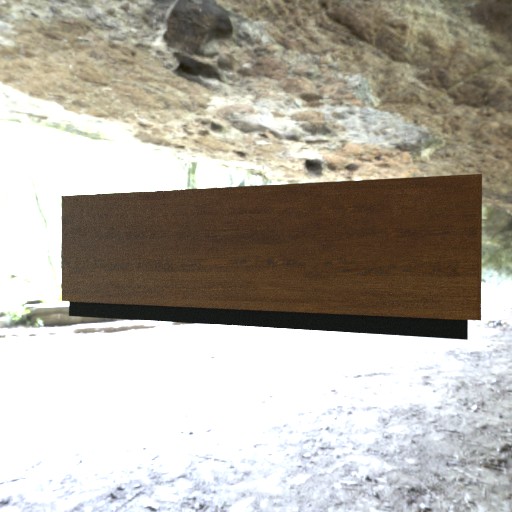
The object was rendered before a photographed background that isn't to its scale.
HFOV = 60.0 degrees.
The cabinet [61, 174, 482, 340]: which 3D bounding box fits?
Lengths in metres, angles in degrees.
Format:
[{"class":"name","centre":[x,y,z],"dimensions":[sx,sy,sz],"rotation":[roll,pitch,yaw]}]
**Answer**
[{"class":"cabinet","centre":[0.000,0.000,1.810],"dimensions":[1.600,0.510,0.419],"rotation":[0,1,19]}]
